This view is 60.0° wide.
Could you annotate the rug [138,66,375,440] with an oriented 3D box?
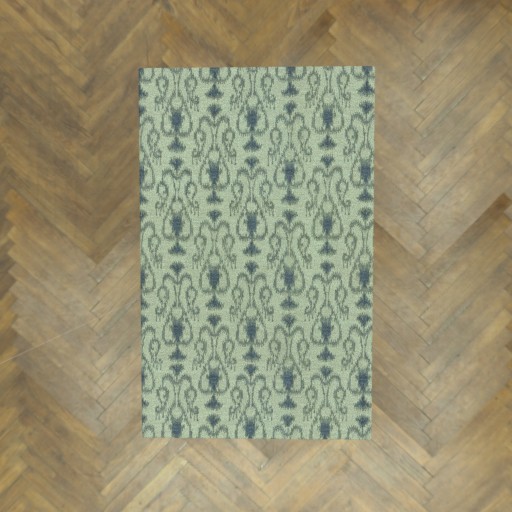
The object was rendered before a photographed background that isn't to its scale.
[{"bbox_3d":[0.000,0.000,1.968,1.035,0.006,1.652,0,92,1],"label":"rug"}]
